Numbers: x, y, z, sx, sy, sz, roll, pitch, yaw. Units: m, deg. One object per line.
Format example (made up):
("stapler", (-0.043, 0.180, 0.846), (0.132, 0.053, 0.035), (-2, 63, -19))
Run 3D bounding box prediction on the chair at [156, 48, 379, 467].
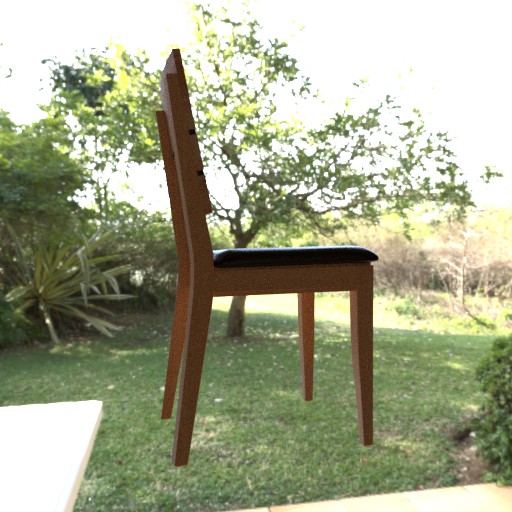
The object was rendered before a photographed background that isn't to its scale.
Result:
("chair", (0.000, 0.000, 1.209), (0.520, 0.940, 0.410), (0, 0, -17))
